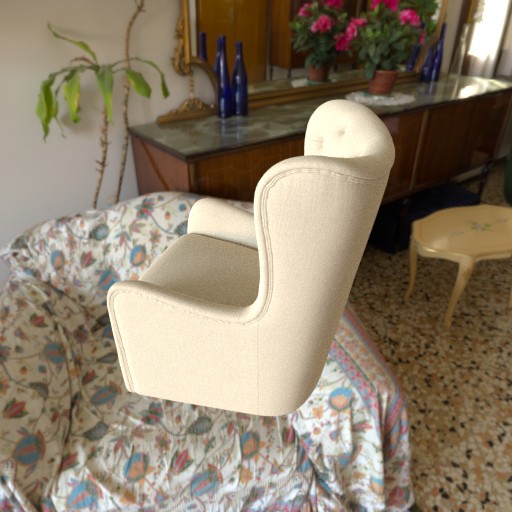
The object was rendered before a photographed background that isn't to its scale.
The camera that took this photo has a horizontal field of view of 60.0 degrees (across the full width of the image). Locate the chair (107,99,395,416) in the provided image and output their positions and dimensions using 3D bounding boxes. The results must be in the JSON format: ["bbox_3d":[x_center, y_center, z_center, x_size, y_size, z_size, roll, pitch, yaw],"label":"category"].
[{"bbox_3d":[0.000,0.000,1.760,0.929,1.079,0.831,8,31,14],"label":"chair"}]
